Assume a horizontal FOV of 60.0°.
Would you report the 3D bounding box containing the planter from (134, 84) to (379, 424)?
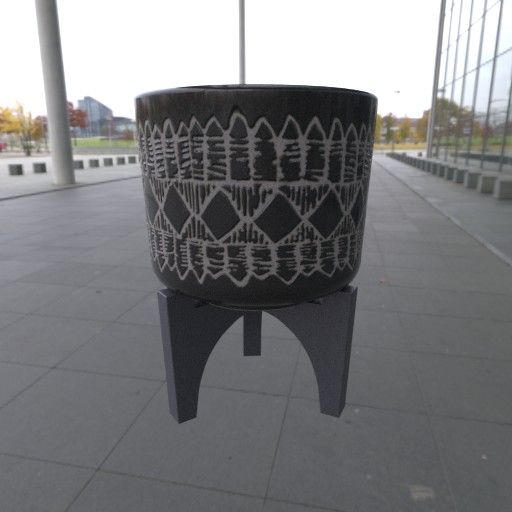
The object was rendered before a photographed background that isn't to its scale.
[{"bbox_3d":[0.000,0.000,0.263,0.129,0.177,0.129,0,15,0],"label":"planter"}]
